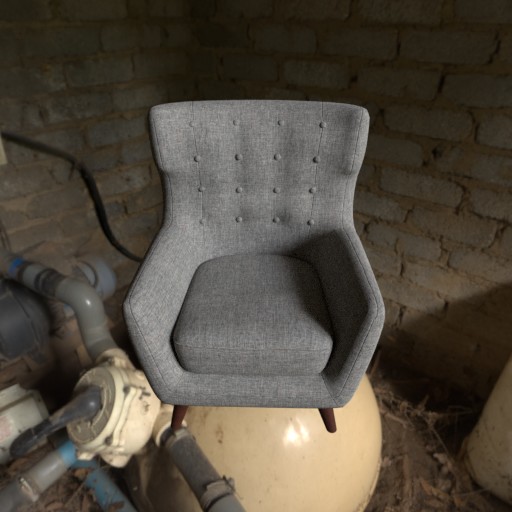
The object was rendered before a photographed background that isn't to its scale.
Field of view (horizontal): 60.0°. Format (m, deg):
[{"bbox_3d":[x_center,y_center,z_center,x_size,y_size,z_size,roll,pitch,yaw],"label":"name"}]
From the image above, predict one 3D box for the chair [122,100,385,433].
[{"bbox_3d":[0.000,0.000,1.775,0.878,1.063,0.904,1,29,1],"label":"chair"}]
